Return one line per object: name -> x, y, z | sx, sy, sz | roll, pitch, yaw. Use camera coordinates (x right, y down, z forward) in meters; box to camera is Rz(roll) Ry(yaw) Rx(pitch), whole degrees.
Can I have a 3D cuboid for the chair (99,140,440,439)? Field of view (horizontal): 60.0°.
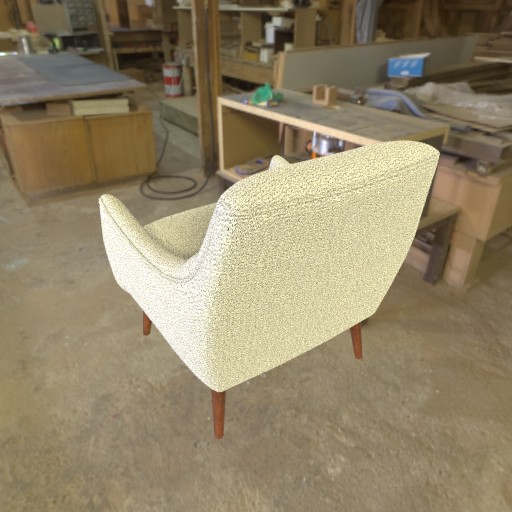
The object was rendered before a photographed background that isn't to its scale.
chair -> 0.000, 0.000, 1.428 | 0.762, 0.838, 0.787 | -19, 36, -29
